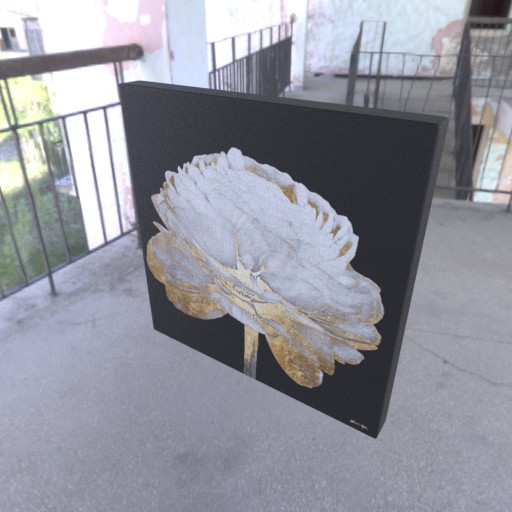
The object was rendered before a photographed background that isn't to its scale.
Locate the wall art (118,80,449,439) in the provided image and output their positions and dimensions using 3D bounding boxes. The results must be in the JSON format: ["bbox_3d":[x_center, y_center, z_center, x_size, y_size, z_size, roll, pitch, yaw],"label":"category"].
[{"bbox_3d":[0.000,0.000,0.592,0.406,0.407,0.041,18,34,29],"label":"wall art"}]
